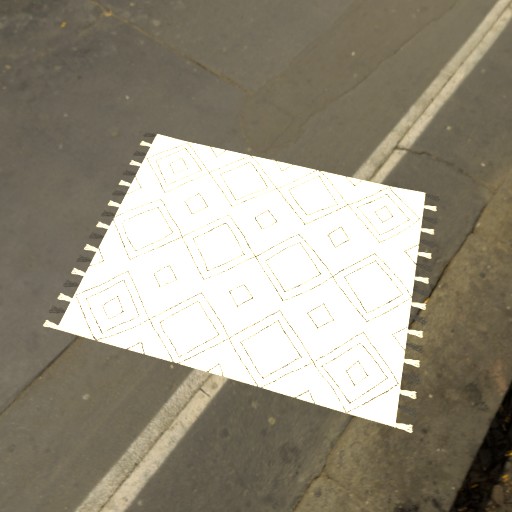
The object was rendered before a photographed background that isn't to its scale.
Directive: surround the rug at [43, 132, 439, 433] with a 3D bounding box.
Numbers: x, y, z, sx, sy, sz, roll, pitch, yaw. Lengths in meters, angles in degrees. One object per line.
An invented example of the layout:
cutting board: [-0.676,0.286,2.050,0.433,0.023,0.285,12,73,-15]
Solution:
rug: [0.000,0.000,4.182,3.221,0.026,2.342,14,63,7]
